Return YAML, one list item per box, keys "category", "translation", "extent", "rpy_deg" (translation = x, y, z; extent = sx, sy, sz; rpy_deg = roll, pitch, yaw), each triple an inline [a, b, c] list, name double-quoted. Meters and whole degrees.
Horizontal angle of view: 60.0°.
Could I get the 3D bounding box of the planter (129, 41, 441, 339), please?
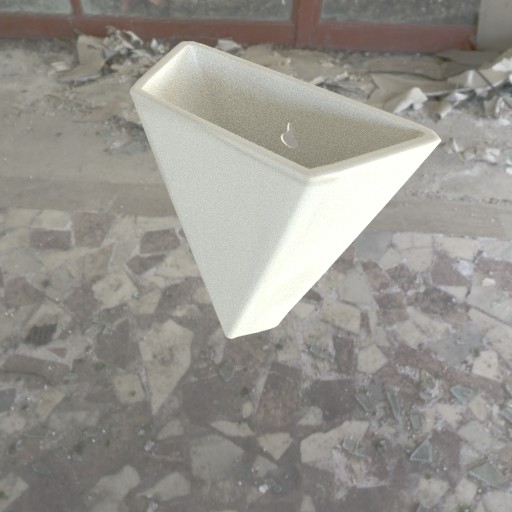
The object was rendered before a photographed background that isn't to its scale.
- category: "planter"
  translation: [0.000, 0.000, 0.266]
  extent: [0.150, 0.197, 0.060]
  rpy_deg: [32, 54, 27]
